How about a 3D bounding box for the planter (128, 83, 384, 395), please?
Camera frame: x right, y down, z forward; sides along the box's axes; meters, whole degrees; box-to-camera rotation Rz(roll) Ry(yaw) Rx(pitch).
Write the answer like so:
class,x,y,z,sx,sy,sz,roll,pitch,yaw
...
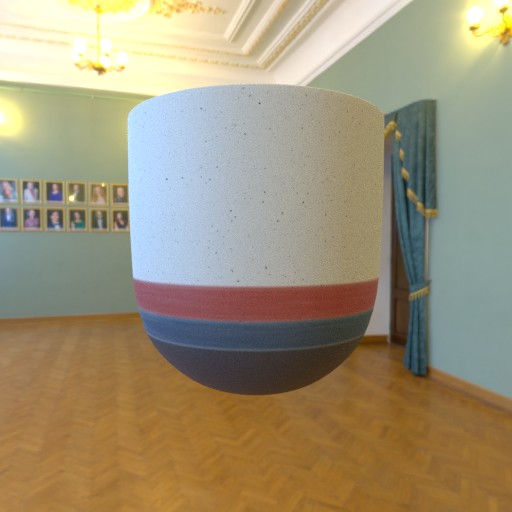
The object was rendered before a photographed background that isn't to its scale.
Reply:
class,x,y,z,sx,sy,sz,roll,pitch,yaw
planter,0.000,0.000,0.370,0.204,0.214,0.204,0,2,0
